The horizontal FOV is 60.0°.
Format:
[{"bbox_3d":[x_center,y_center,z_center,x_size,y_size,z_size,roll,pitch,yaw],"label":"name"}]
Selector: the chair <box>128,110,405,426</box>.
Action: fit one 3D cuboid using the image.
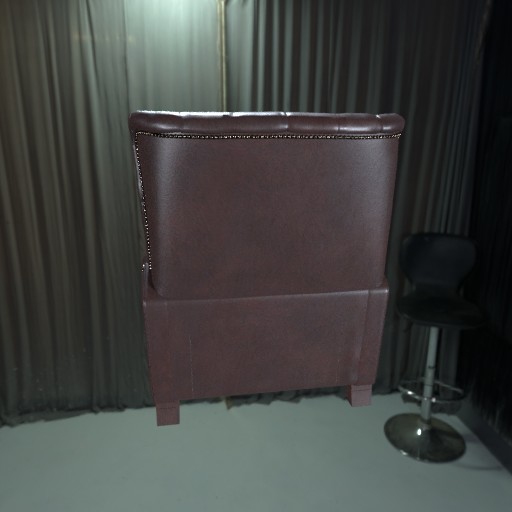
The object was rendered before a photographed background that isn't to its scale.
[{"bbox_3d":[0.000,0.000,1.458,0.709,0.864,0.823,-2,14,-9],"label":"chair"}]
